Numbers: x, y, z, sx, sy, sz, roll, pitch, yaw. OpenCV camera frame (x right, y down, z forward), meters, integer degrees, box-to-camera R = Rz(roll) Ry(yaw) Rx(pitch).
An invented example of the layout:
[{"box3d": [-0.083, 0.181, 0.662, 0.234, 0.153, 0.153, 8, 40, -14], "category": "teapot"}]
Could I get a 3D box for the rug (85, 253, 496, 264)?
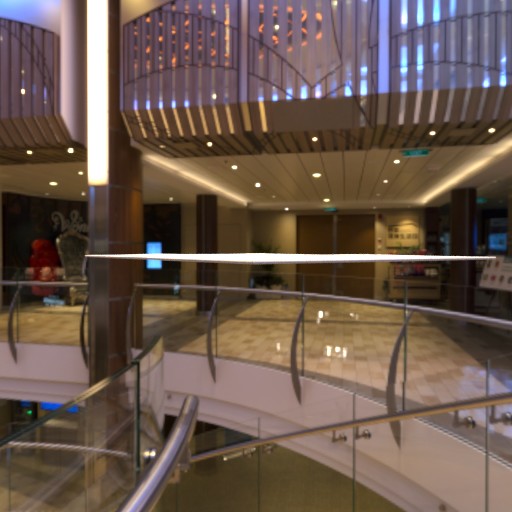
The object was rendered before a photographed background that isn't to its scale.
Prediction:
[{"box3d": [0.000, 0.000, 3.074, 1.706, 0.026, 2.438, 0, 1, -35], "category": "rug"}]
